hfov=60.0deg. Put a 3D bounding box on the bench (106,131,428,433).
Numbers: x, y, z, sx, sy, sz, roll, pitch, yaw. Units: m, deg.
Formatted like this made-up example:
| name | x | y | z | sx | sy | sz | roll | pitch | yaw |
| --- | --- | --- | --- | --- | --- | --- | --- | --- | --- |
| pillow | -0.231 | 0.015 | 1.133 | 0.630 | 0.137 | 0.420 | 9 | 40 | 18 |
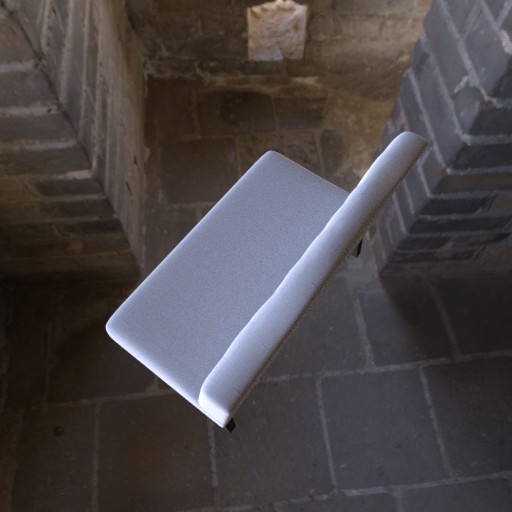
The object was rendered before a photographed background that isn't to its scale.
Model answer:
| name | x | y | z | sx | sy | sz | roll | pitch | yaw |
| --- | --- | --- | --- | --- | --- | --- | --- | --- | --- |
| bench | 0.000 | 0.000 | 2.057 | 0.815 | 1.180 | 1.335 | 33 | 67 | 16 |
